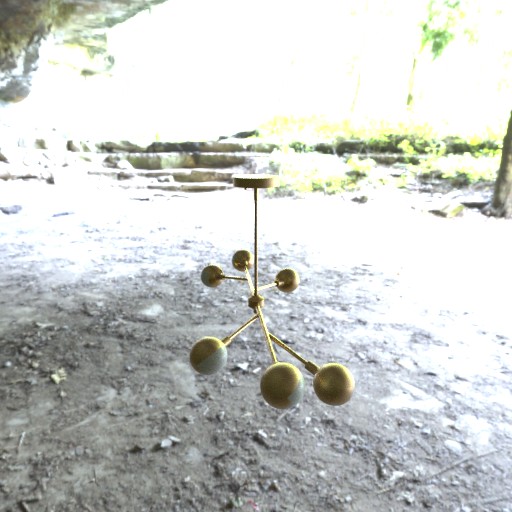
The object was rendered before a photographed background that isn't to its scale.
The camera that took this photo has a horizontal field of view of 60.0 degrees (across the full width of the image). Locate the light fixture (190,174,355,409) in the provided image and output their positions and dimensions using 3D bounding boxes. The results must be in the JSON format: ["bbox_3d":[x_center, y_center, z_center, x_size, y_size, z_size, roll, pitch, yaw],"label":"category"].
[{"bbox_3d":[0.000,0.000,1.019,0.434,0.362,0.778,2,15,9],"label":"light fixture"}]
